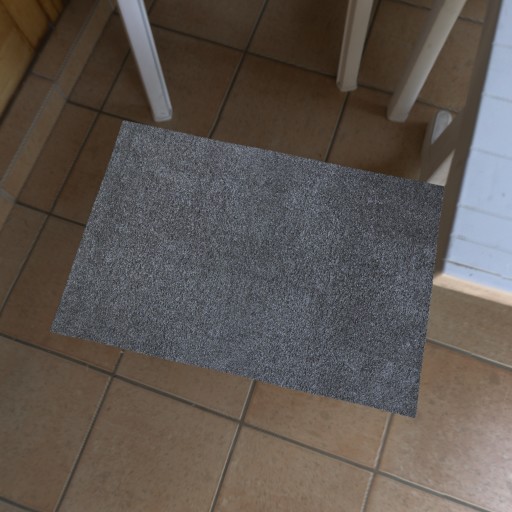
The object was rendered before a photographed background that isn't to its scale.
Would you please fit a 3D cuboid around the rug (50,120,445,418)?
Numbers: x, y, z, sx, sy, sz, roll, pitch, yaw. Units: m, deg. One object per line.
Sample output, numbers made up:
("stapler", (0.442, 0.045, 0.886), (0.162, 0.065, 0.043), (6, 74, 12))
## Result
("rug", (0.000, 0.000, 3.412), (2.699, 0.026, 1.802), (12, 75, 3))
